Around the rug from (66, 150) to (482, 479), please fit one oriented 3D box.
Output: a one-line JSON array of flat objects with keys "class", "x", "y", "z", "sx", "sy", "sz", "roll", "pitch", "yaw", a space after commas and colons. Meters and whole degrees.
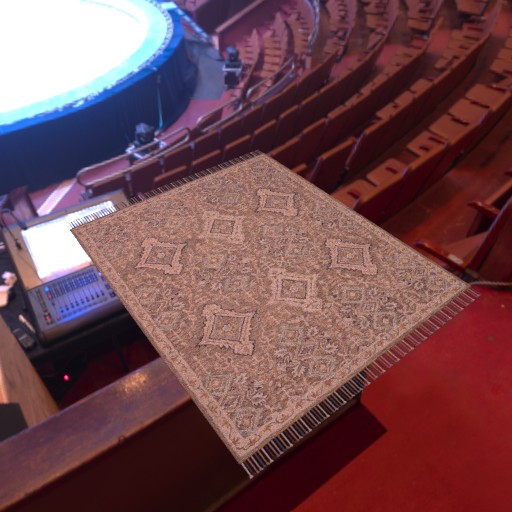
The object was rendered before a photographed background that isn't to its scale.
[{"class": "rug", "x": 0.000, "y": 0.000, "z": 4.056, "sx": 2.437, "sy": 0.010, "sz": 3.056, "roll": -27, "pitch": 49, "yaw": -27}]
